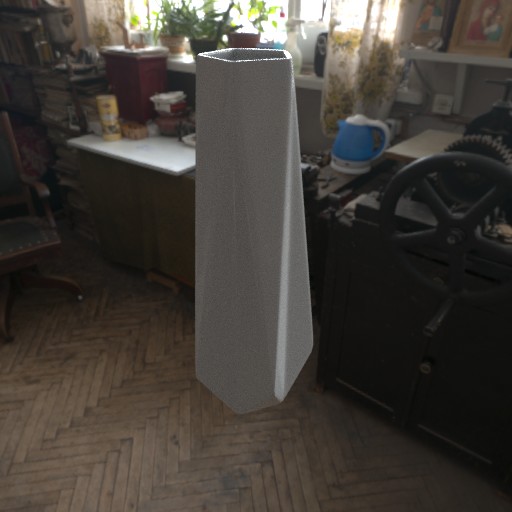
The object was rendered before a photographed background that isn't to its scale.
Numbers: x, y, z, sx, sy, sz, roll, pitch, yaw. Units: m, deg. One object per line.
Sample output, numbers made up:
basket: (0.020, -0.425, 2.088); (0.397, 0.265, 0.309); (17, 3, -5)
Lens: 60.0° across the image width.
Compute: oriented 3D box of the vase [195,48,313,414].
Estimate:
vase: (0.000, 0.000, 0.394); (0.116, 0.329, 0.122); (-1, 32, -1)
